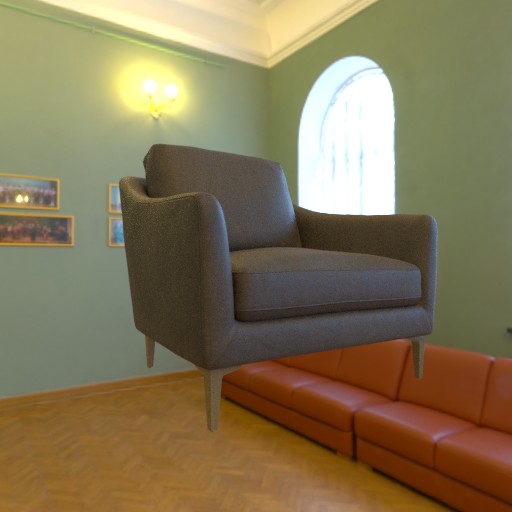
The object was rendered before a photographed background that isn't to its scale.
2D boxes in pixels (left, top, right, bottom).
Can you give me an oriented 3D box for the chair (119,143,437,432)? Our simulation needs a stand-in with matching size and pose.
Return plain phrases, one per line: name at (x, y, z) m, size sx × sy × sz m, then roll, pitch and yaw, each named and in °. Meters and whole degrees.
chair at (0.000, 0.000, 1.718) m, size 0.988 × 0.901 × 0.961 m, roll 0°, pitch -1°, yaw -35°
